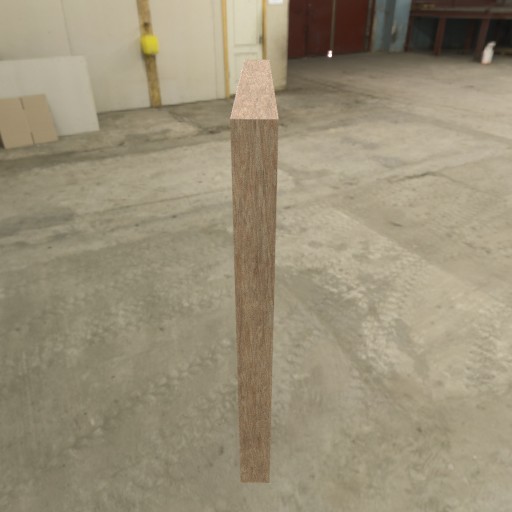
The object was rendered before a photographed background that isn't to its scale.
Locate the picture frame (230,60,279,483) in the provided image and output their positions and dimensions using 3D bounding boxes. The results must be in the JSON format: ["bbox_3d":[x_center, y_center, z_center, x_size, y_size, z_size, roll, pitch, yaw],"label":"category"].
[{"bbox_3d":[0.000,0.000,0.704,0.043,0.526,0.424,0,30,0],"label":"picture frame"}]
